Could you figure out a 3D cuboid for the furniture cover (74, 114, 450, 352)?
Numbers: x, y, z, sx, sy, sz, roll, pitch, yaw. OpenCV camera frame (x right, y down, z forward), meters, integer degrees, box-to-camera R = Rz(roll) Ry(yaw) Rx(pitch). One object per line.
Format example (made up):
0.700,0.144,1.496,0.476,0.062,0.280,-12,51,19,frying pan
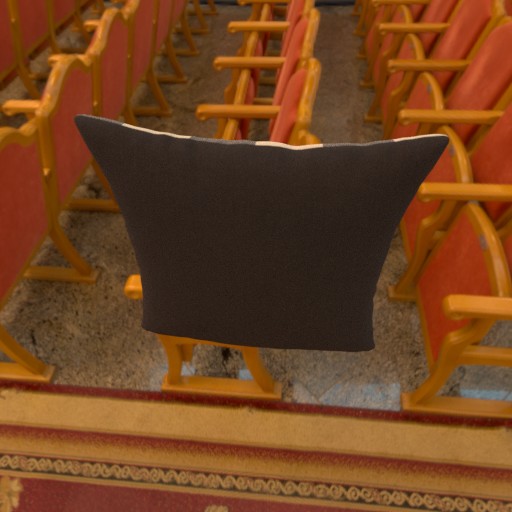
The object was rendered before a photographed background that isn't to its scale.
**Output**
0.000,0.000,0.780,0.511,0.509,0.161,4,46,4,furniture cover
